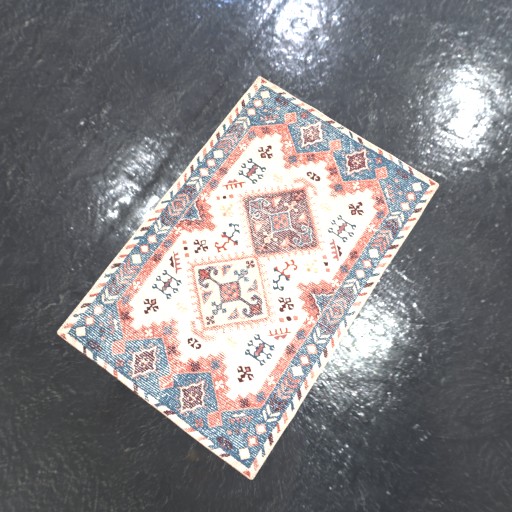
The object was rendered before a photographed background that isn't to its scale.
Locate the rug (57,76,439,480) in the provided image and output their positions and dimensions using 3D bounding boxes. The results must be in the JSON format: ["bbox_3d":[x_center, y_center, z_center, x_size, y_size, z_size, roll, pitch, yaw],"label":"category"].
[{"bbox_3d":[0.000,0.000,2.365,1.225,0.015,1.840,34,78,8],"label":"rug"}]
